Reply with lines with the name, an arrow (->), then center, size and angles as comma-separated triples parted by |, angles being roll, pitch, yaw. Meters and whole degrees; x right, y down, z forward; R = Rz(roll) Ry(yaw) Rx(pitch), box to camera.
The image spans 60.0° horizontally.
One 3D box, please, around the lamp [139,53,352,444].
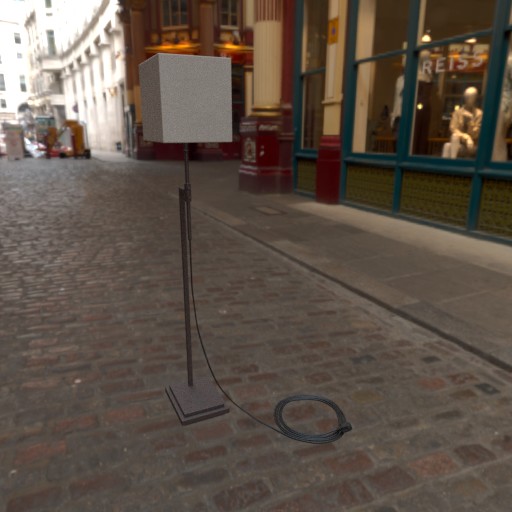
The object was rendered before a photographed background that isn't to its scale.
lamp -> 0.000, 0.000, 1.962 | 0.774, 1.600, 0.698 | -8, 18, -24
